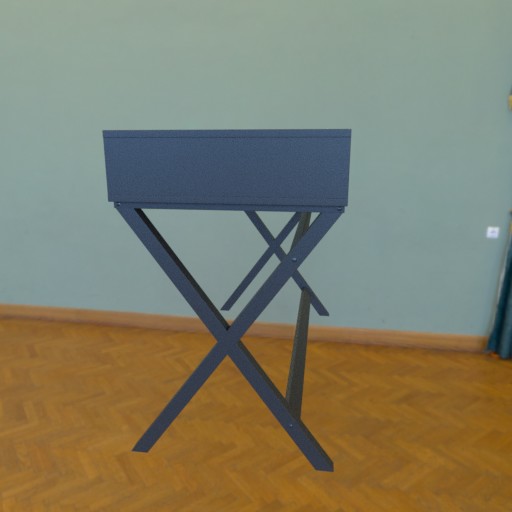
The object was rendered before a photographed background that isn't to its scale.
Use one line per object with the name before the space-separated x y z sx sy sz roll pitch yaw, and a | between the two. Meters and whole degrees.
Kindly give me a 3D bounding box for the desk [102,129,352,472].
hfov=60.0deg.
desk | 0.000 0.000 1.482 0.525 0.780 1.057 2 14 8
